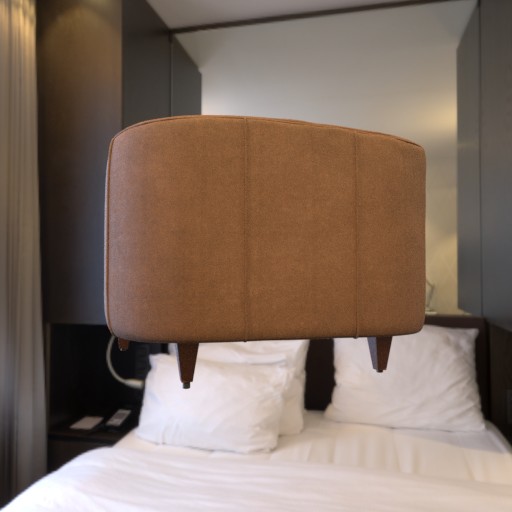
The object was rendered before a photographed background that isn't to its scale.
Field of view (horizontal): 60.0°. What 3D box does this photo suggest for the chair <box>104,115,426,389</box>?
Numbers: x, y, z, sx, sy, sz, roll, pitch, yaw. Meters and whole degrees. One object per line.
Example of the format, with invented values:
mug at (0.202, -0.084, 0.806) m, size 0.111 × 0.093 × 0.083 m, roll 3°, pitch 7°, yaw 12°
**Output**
chair at (0.000, 0.000, 1.715) m, size 1.118 × 0.787 × 0.914 m, roll 0°, pitch -2°, yaw -18°
